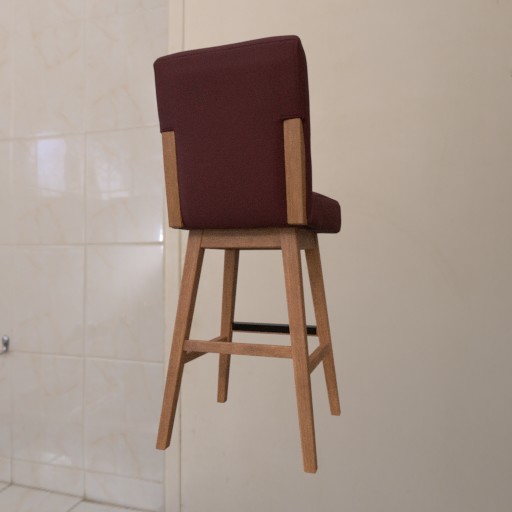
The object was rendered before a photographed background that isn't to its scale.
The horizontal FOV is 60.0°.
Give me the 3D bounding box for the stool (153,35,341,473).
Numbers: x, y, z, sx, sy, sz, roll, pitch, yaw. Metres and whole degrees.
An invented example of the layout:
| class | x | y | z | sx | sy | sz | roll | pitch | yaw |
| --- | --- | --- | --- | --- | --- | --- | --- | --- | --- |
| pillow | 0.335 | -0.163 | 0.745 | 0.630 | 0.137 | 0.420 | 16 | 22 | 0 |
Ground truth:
| class | x | y | z | sx | sy | sz | roll | pitch | yaw |
| --- | --- | --- | --- | --- | --- | --- | --- | --- | --- |
| stool | 0.000 | 0.000 | 1.384 | 0.468 | 1.093 | 0.562 | 0 | 0 | 19 |
